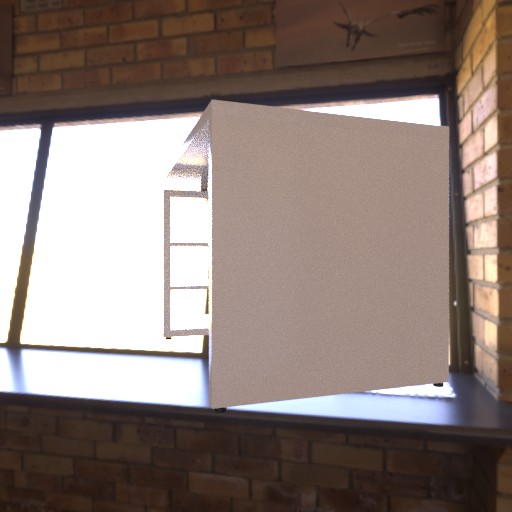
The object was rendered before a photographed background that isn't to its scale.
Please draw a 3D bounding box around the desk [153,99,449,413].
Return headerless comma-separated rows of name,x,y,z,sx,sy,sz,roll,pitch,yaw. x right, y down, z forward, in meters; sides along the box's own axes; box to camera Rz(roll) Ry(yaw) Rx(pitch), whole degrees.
desk,0.000,0.000,1.816,0.690,0.740,1.400,0,0,-19
